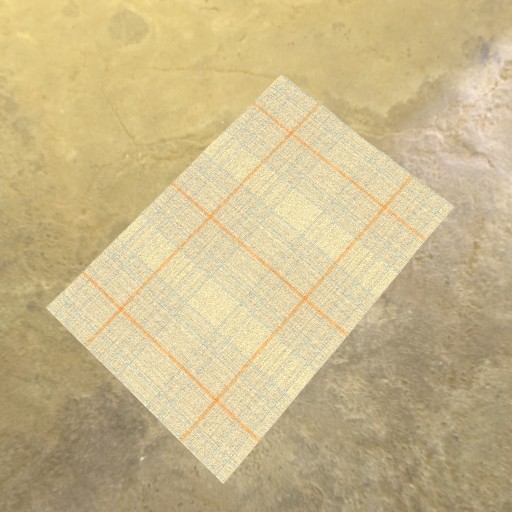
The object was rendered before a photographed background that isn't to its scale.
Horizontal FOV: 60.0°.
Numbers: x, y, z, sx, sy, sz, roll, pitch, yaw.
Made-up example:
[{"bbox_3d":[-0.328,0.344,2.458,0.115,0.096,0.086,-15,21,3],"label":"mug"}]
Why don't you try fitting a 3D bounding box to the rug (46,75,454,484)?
[{"bbox_3d":[0.000,0.000,2.313,1.232,0.015,1.825,41,79,9],"label":"rug"}]
